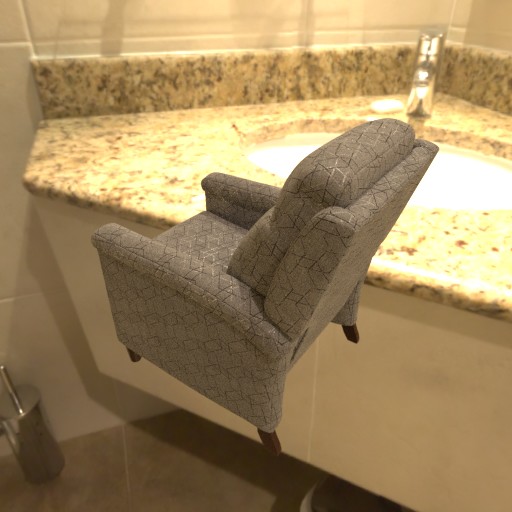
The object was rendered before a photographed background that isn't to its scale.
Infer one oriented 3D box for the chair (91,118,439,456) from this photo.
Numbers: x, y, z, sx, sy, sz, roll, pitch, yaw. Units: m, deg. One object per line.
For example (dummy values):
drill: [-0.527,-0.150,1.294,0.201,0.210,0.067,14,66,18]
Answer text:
chair: [0.000,0.000,1.661,0.987,1.048,0.753,20,38,29]
